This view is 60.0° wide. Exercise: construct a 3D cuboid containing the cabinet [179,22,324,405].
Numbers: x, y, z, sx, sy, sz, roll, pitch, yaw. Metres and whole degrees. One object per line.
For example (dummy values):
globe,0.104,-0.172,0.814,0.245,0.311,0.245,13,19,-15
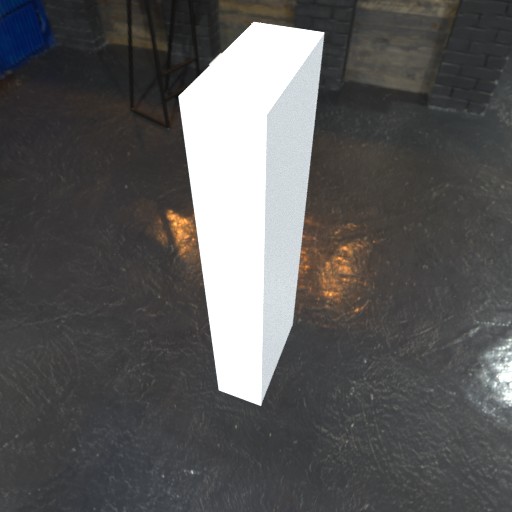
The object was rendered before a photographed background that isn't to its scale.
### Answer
cabinet,0.000,0.000,1.847,0.255,1.630,0.520,16,50,14
